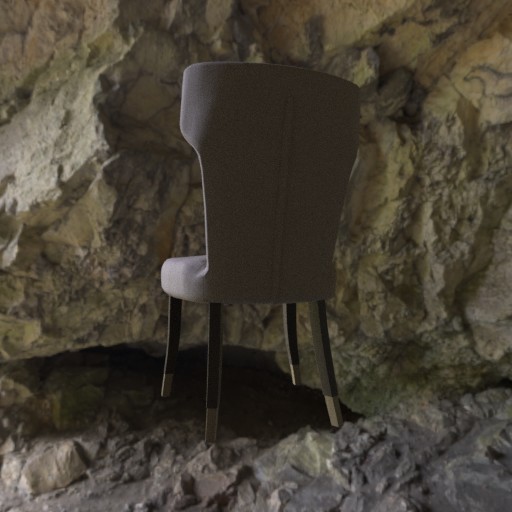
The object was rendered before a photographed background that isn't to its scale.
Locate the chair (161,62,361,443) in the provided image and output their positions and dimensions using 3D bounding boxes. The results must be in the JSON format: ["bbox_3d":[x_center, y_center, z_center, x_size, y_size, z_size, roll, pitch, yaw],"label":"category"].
[{"bbox_3d":[0.000,0.000,1.369,0.526,0.955,0.630,0,-2,-18],"label":"chair"}]
